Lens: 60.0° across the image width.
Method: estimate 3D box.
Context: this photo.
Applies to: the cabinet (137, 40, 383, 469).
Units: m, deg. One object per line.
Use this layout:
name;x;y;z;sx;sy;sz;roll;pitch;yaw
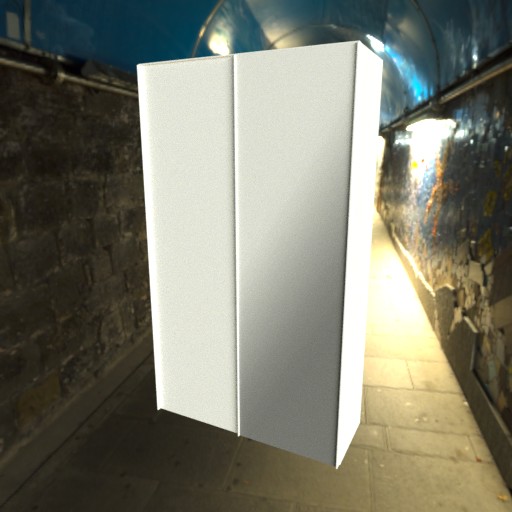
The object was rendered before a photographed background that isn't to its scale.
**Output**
cabinet;0.000;0.000;2.647;1.250;2.160;0.480;7;15;26
